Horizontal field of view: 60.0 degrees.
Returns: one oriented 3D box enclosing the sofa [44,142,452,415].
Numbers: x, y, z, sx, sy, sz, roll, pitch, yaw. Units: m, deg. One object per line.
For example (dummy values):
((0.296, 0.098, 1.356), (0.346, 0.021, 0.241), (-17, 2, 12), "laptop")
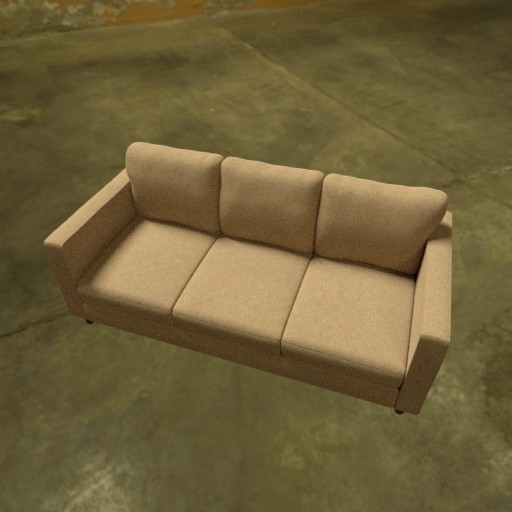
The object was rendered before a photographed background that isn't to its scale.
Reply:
((0.000, 0.000, 2.328), (1.855, 0.800, 0.930), (13, 42, 14), "sofa")
